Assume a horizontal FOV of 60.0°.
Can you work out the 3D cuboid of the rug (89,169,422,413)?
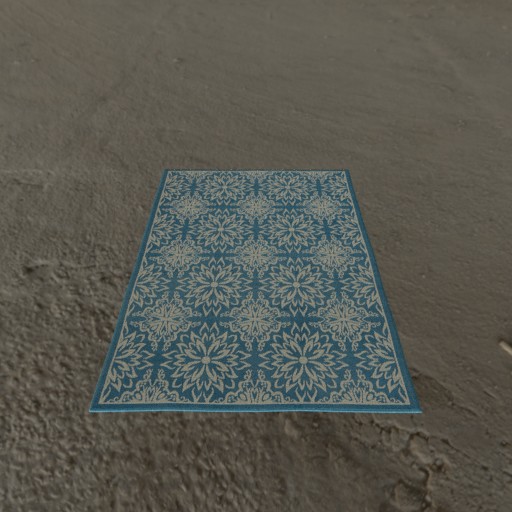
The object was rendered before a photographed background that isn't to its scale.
[{"bbox_3d":[0.000,0.000,2.891,1.554,0.012,2.205,0,41,0],"label":"rug"}]
